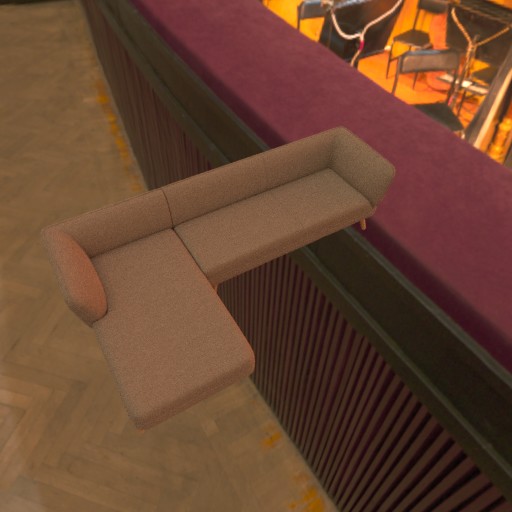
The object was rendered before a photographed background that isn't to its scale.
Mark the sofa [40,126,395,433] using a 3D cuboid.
[{"bbox_3d":[0.000,0.000,3.329,2.653,0.693,1.532,-23,52,-20],"label":"sofa"}]
